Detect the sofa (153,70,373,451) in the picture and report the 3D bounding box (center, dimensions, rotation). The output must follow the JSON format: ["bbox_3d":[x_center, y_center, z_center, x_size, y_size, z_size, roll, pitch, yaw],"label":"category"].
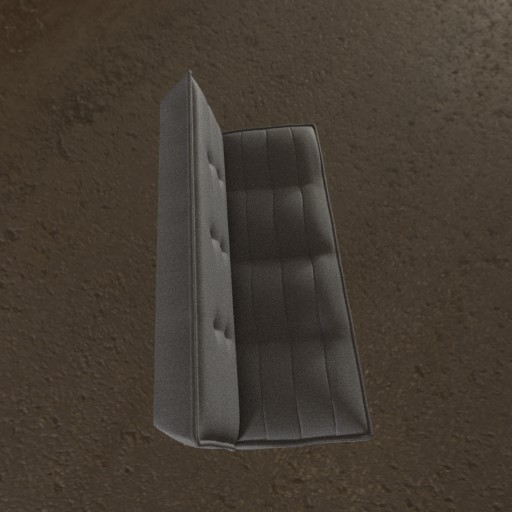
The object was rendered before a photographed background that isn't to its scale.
[{"bbox_3d":[0.000,0.000,2.428,0.950,0.890,1.940,-4,63,-2],"label":"sofa"}]
